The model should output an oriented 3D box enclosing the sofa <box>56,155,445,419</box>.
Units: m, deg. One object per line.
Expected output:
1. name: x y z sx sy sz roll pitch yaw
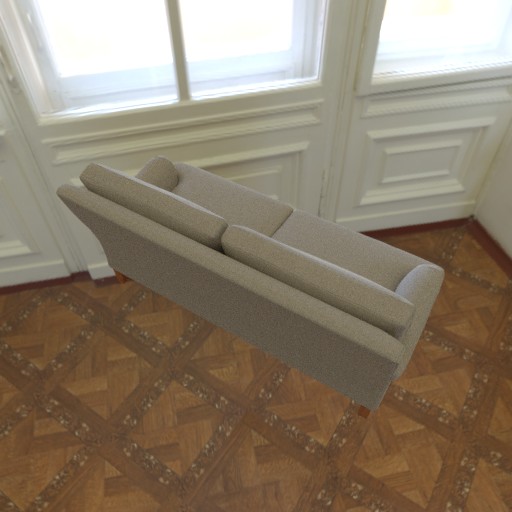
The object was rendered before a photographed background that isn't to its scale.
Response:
1. sofa: 0.000 0.000 2.840 2.160 1.054 1.087 25 52 21
